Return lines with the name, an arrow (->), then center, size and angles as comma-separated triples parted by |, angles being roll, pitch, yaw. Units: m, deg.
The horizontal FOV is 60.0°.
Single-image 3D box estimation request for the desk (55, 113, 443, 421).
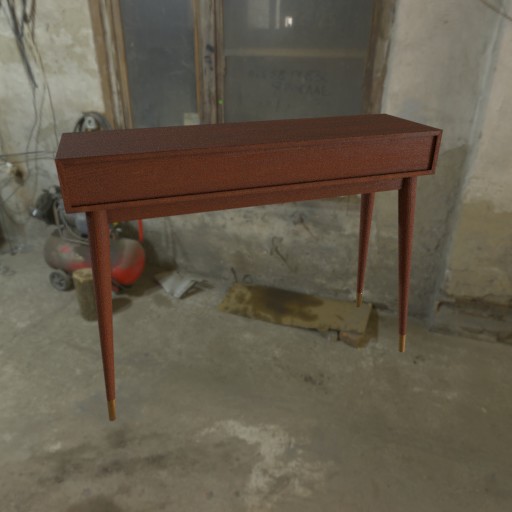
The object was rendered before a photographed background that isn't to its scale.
desk -> 0.000, 0.000, 1.660 | 1.204, 0.917, 0.384 | -9, 28, -16
